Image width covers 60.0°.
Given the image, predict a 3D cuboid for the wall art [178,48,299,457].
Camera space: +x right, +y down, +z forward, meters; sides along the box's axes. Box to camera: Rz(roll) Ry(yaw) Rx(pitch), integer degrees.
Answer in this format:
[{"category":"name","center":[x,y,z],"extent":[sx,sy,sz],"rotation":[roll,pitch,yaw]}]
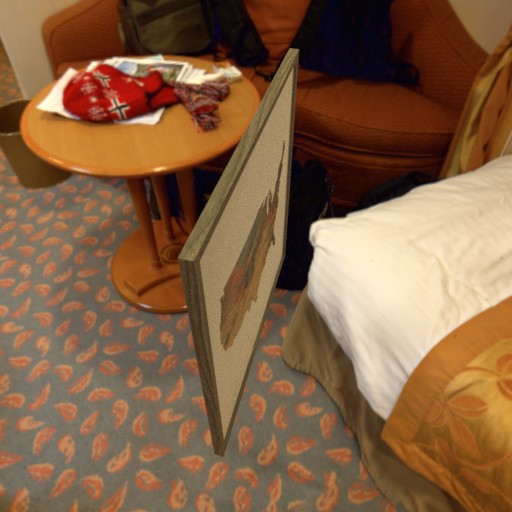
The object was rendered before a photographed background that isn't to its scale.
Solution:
[{"category":"wall art","center":[0.000,0.000,0.766],"extent":[0.016,0.507,0.508],"rotation":[11,47,10]}]
